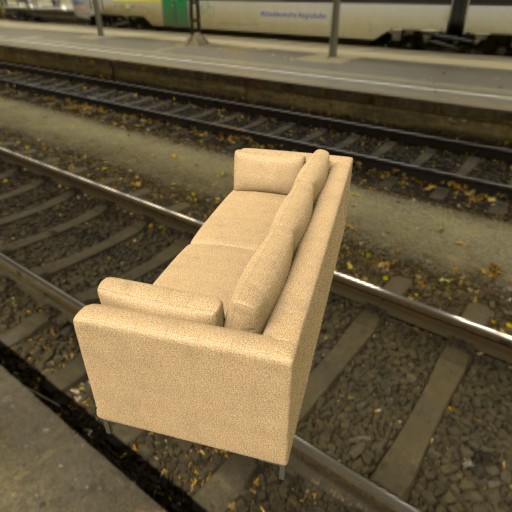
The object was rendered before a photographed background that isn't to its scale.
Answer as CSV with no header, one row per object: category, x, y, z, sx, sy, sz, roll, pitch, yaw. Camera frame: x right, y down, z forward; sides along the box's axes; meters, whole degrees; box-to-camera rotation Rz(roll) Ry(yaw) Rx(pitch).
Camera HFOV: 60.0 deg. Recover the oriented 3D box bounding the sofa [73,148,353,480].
sofa,0.000,0.000,2.904,0.969,0.867,2.415,8,32,14
